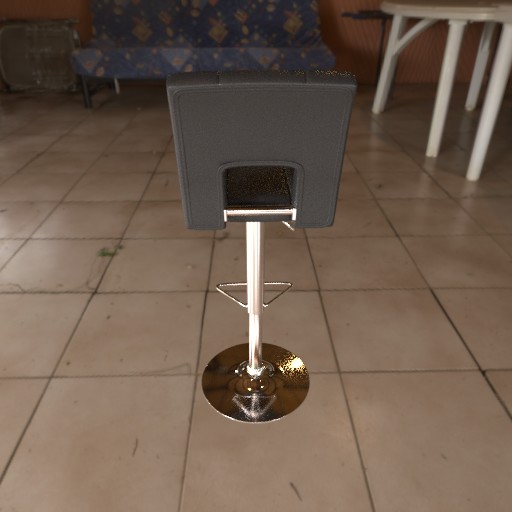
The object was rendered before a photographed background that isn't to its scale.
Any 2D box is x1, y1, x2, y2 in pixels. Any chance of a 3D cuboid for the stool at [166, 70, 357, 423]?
[{"bbox_3d":[0.000,0.000,1.389,0.415,1.151,0.520,-1,31,-2],"label":"stool"}]
